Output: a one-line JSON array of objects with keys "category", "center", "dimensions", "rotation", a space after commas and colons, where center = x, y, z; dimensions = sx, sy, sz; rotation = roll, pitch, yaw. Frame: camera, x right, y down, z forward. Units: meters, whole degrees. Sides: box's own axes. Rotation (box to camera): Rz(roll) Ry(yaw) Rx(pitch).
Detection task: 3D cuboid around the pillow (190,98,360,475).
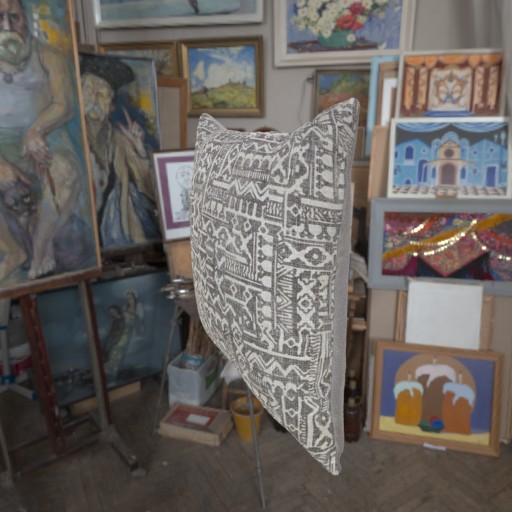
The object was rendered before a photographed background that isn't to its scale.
[{"category": "pillow", "center": [0.000, 0.000, 0.765], "dimensions": [0.180, 0.487, 0.546], "rotation": [-7, 18, -23]}]
